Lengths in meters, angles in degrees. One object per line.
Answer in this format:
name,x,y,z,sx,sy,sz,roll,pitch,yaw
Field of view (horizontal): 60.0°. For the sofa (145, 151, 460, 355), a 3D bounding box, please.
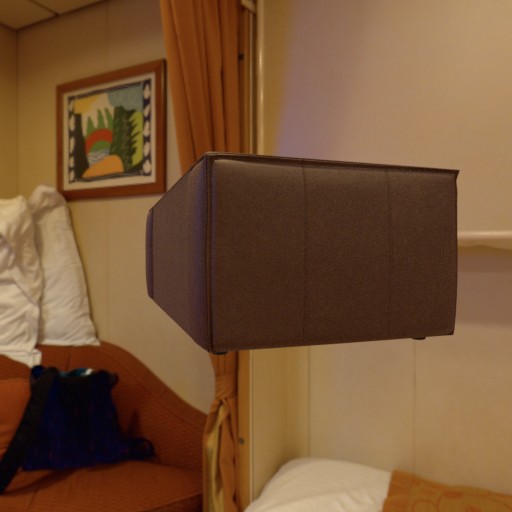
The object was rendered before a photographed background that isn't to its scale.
sofa,0.000,0.000,2.564,1.102,0.703,2.088,0,0,-19
